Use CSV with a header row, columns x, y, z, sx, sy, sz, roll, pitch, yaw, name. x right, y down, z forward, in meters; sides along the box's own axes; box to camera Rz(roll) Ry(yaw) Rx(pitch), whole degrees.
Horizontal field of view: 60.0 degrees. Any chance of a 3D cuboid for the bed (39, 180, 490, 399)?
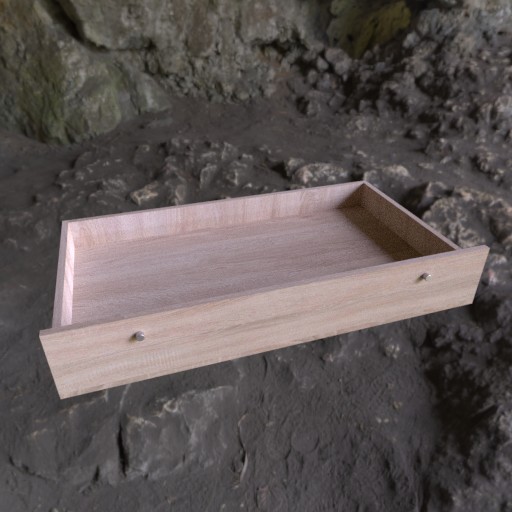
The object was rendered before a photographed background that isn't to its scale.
x,y,z,sx,sy,sz,roll,pitch,yaw,name
0.000,0.000,1.437,1.200,0.209,0.685,-10,33,-15,bed
